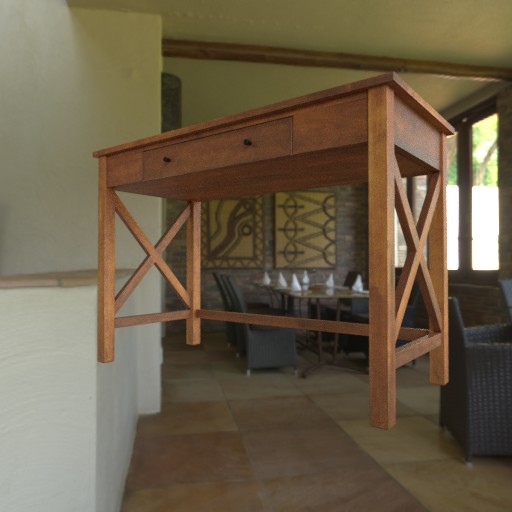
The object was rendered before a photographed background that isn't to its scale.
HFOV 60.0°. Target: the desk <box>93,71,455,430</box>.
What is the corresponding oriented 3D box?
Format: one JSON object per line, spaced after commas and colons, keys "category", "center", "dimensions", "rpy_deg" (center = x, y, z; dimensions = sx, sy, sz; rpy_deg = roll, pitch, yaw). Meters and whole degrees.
{"category": "desk", "center": [0.000, 0.000, 1.466], "dimensions": [1.117, 0.762, 0.508], "rpy_deg": [-1, -1, 38]}
